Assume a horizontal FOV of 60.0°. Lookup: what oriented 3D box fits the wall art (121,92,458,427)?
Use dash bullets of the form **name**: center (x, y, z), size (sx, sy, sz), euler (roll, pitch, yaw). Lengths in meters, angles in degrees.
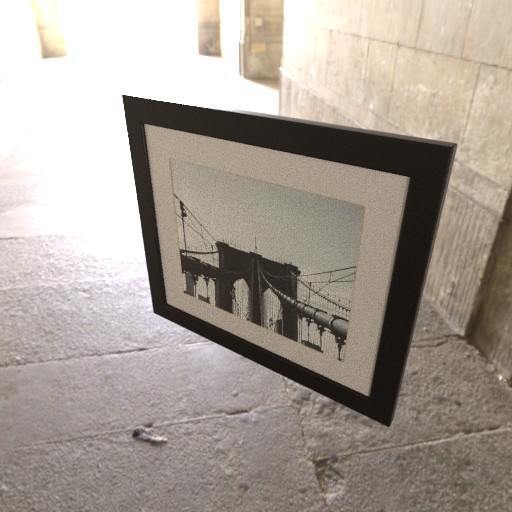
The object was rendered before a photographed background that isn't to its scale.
- **wall art**: center (0.000, 0.000, 0.718), size (0.521, 0.450, 0.018), euler (19, 36, 29)
